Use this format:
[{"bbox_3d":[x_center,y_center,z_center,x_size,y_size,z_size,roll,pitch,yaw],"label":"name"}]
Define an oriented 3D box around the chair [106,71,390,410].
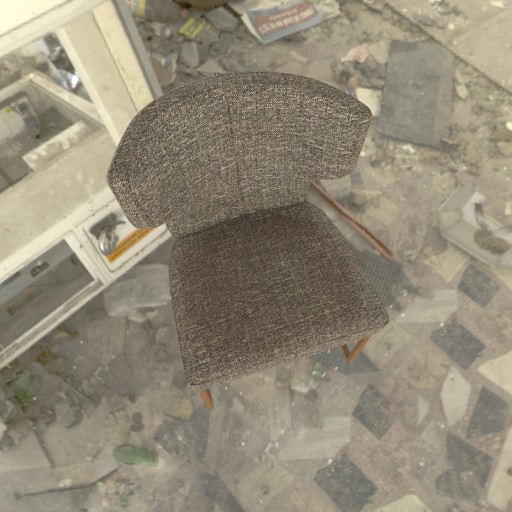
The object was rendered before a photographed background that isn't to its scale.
[{"bbox_3d":[0.000,0.000,1.274,0.611,0.824,0.617,-16,63,-8],"label":"chair"}]
